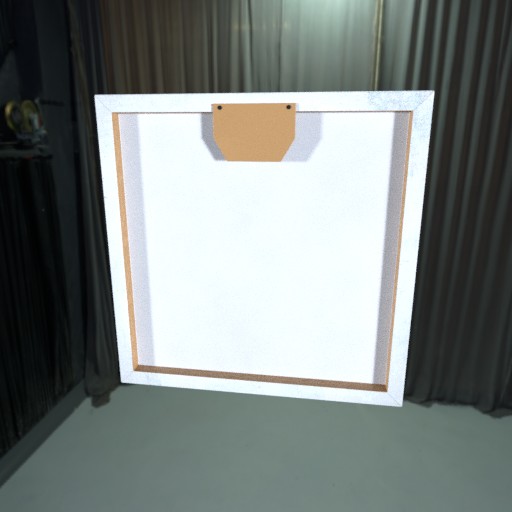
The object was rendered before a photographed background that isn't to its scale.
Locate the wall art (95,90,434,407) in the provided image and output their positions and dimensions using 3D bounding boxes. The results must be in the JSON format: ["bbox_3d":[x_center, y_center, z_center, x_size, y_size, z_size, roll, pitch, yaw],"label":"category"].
[{"bbox_3d":[0.000,0.000,0.877,0.605,0.605,0.044,2,16,8],"label":"wall art"}]
